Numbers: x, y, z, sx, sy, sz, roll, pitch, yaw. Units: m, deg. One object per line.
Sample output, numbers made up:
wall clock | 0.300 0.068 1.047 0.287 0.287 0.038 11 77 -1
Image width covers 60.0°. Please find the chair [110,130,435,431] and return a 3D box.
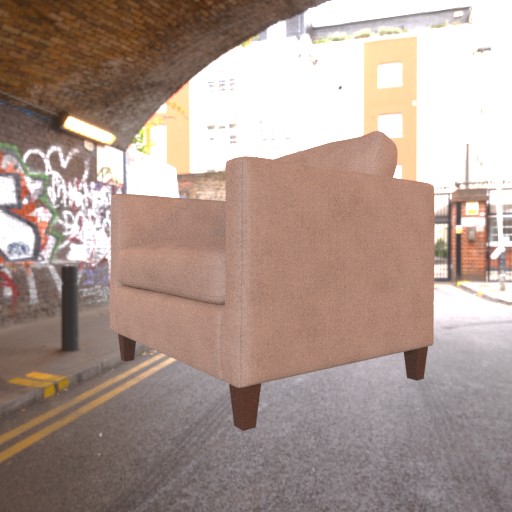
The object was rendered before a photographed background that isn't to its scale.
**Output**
chair | 0.000 0.000 1.899 0.959 0.961 1.133 -1 1 -36
